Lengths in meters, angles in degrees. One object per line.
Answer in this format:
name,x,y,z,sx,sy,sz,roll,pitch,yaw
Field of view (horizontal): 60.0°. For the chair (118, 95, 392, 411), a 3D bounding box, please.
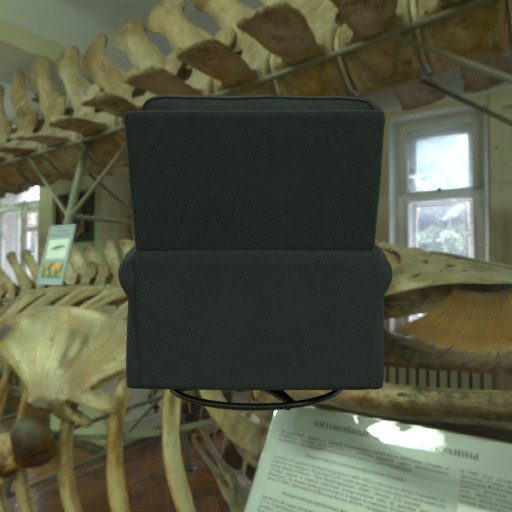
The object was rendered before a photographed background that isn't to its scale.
chair,0.000,0.000,1.627,0.890,0.961,0.878,0,-2,1
